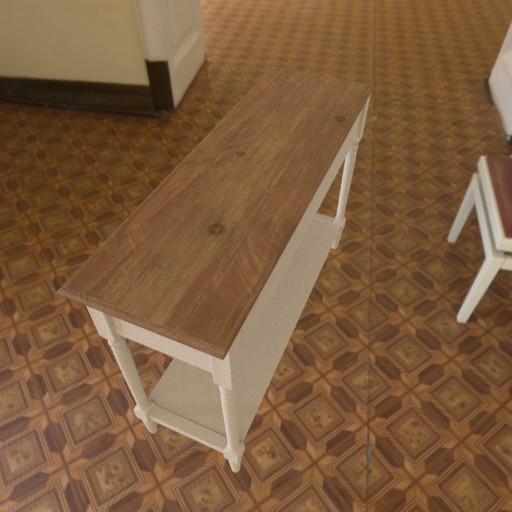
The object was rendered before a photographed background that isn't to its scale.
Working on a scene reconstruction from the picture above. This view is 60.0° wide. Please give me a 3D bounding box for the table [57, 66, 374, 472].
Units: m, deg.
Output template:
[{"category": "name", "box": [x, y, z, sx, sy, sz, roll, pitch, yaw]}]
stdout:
[{"category": "table", "box": [0.000, 0.000, 1.559, 0.399, 0.800, 1.219, 18, 49, 16]}]
